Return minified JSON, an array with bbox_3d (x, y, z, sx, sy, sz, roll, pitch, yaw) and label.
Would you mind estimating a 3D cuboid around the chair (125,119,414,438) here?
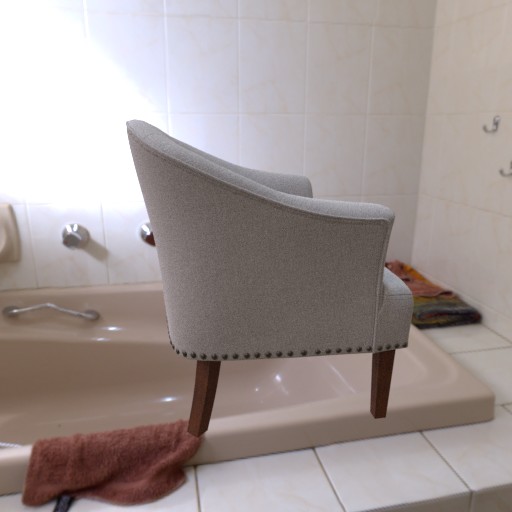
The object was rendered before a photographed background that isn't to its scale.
[{"bbox_3d":[0.000,0.000,1.386,0.704,0.815,0.798,-3,17,-9],"label":"chair"}]
